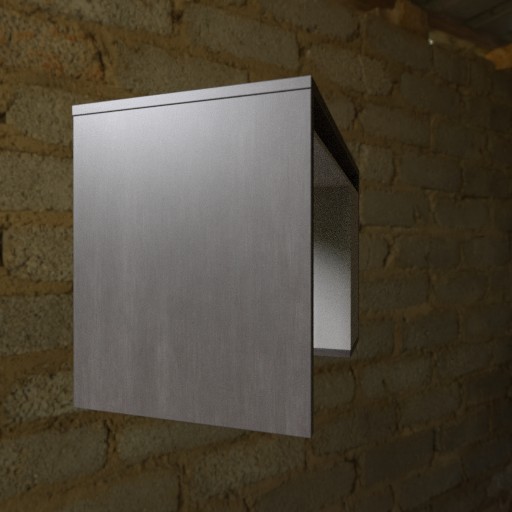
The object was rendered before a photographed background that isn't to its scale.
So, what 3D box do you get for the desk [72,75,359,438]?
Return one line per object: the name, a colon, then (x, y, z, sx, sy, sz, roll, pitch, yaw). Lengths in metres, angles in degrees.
desk: (0.000, 0.000, 1.527, 0.600, 0.750, 1.100, 0, 0, 18)
